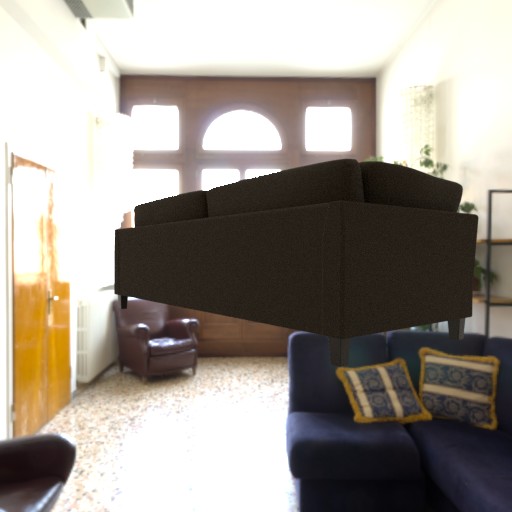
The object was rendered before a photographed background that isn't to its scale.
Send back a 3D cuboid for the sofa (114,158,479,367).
[{"bbox_3d":[0.000,0.000,2.738,0.969,0.792,2.312,0,0,-38],"label":"sofa"}]
